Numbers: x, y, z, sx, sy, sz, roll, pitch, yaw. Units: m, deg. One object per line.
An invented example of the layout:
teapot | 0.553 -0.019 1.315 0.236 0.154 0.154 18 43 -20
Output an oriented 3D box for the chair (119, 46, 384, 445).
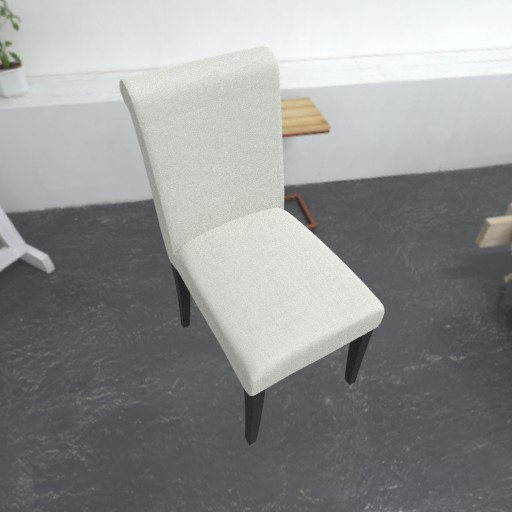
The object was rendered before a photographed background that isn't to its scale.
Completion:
chair | 0.000 0.000 1.376 0.452 0.976 0.708 -23 50 -21
